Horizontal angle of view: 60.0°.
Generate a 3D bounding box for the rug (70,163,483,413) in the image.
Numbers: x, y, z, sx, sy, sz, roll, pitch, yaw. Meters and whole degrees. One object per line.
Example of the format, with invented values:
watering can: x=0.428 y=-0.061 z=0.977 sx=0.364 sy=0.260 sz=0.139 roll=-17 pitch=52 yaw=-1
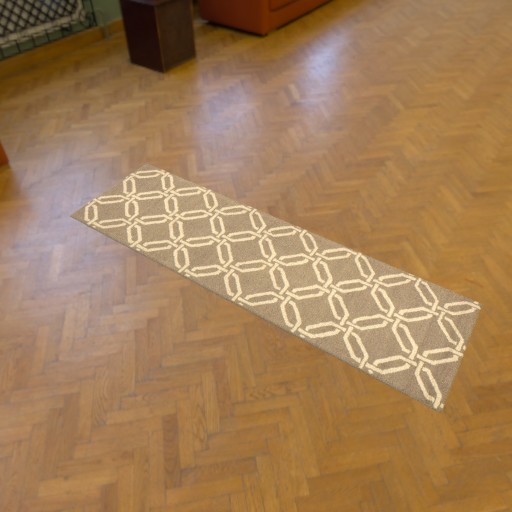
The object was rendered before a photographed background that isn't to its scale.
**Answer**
rug: x=0.000 y=0.000 z=2.461 sx=2.276 sy=0.014 sz=0.678 roll=25 pitch=50 yaw=23
